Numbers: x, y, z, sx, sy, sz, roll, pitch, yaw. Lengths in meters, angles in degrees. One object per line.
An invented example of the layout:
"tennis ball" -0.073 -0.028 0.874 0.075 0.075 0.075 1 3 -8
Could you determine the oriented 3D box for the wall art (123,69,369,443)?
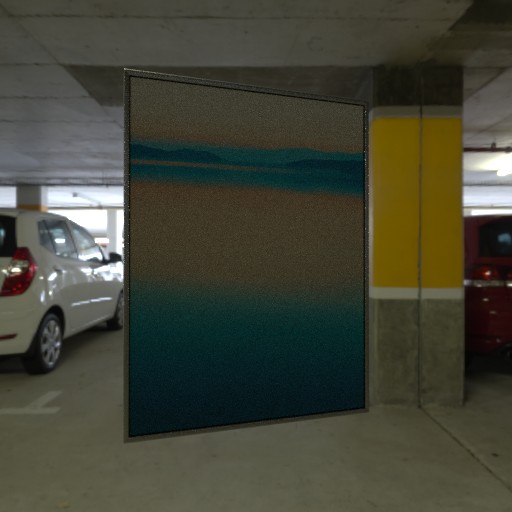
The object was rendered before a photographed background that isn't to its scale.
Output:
"wall art" 0.000 0.000 1.398 0.801 1.062 0.037 0 0 -19
